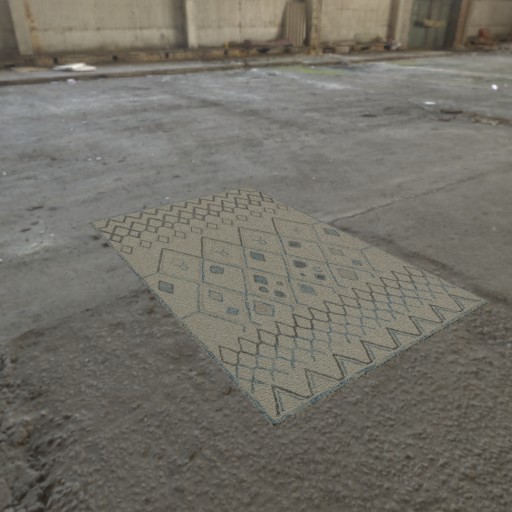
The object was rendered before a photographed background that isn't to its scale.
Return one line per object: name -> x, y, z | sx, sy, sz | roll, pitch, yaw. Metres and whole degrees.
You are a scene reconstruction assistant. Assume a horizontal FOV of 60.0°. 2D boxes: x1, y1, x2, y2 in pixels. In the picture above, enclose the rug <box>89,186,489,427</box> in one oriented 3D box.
rug -> 0.000, 0.000, 3.003 | 1.524, 0.015, 2.439 | -18, 33, -30
